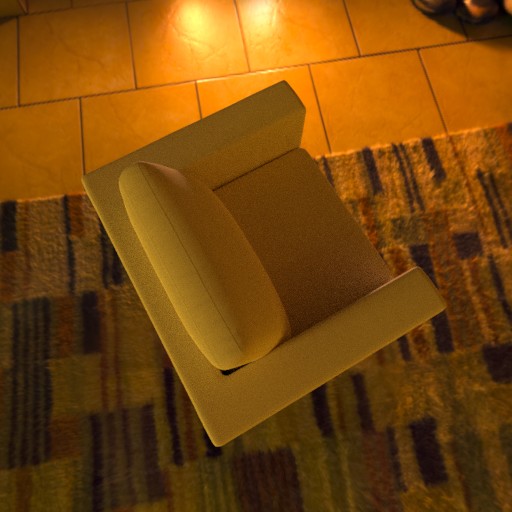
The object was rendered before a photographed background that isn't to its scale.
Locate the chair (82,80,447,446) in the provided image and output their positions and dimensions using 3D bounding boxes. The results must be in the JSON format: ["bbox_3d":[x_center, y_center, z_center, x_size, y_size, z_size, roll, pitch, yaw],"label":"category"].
[{"bbox_3d":[0.000,0.000,1.821,0.957,0.878,1.150,-29,74,-9],"label":"chair"}]
